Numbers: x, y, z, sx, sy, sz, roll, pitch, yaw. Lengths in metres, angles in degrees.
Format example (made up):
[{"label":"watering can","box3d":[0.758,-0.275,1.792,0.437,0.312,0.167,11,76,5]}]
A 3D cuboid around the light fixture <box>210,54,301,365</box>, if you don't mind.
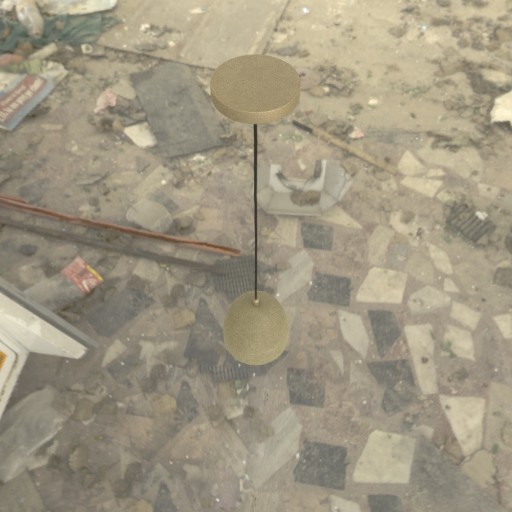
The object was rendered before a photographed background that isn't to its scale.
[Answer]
[{"label":"light fixture","box3d":[0.000,0.000,0.833,0.170,0.759,0.170,31,63,18]}]
